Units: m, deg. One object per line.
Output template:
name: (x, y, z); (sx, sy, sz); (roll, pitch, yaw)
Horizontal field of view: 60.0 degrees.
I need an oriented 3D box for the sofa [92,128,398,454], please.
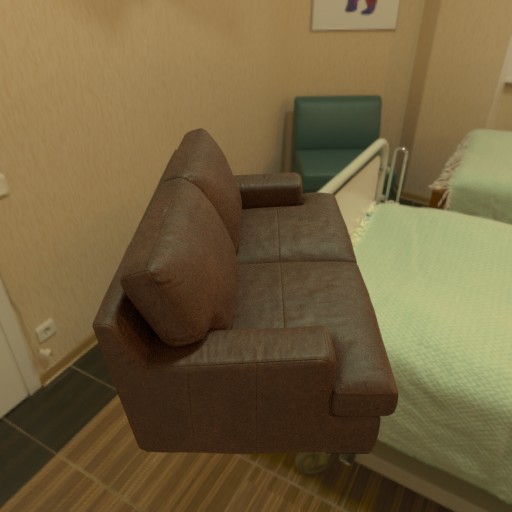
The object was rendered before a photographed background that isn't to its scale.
sofa: (0.000, 0.000, 2.435); (1.143, 0.939, 1.880); (0, 33, 0)
